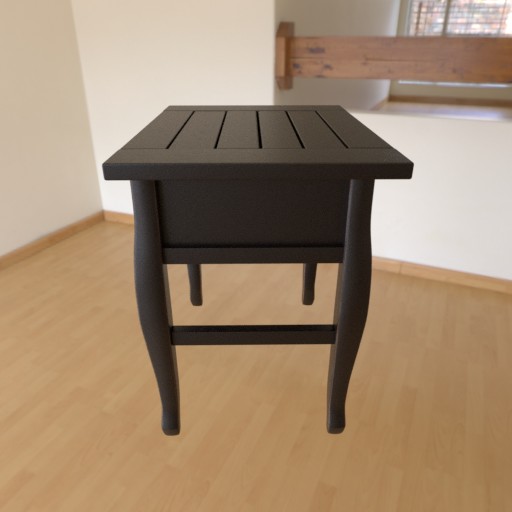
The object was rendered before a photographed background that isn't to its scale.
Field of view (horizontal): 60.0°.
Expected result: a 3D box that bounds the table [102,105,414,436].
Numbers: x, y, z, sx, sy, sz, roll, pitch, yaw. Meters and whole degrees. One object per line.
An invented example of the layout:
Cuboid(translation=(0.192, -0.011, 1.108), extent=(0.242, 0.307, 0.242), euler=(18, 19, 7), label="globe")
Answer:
Cuboid(translation=(0.000, 0.000, 1.052), extent=(0.460, 0.604, 0.602), euler=(0, 26, -1), label="table")
